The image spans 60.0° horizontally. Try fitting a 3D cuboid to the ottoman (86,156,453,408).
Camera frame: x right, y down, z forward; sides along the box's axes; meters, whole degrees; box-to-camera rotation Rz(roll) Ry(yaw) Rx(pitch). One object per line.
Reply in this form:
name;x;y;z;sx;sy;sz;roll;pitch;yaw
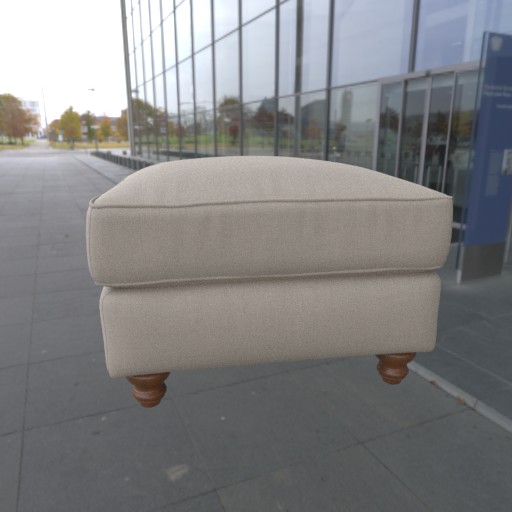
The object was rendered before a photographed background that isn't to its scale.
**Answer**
ottoman;0.000;0.000;1.152;0.716;0.505;0.662;-2;15;-9
